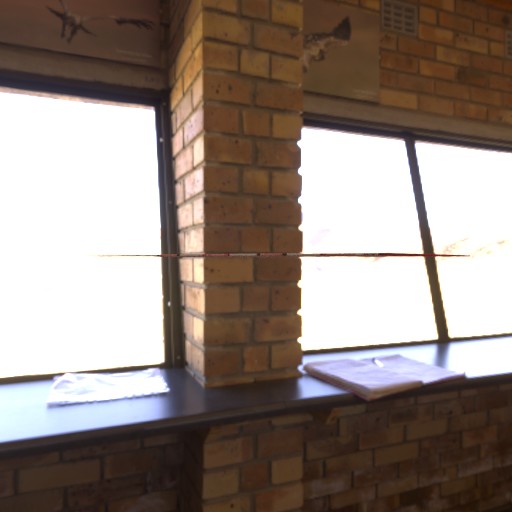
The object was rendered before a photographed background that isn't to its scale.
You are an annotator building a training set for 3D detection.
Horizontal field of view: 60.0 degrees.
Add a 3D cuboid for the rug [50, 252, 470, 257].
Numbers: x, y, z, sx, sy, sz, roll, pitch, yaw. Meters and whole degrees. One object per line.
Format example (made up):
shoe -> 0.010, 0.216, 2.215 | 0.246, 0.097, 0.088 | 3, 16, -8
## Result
rug -> 0.000, 0.000, 2.301 | 1.817, 0.008, 1.223 | 0, 0, 36
